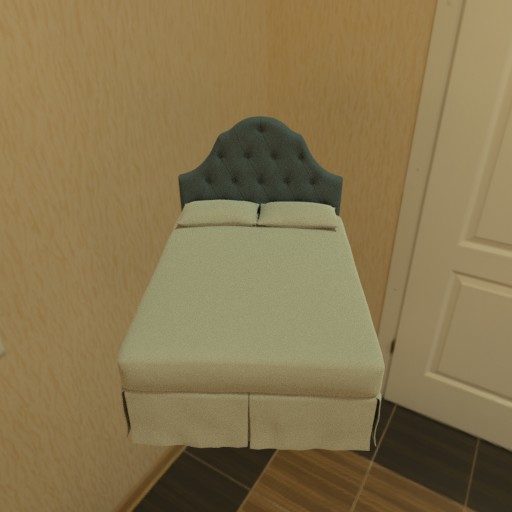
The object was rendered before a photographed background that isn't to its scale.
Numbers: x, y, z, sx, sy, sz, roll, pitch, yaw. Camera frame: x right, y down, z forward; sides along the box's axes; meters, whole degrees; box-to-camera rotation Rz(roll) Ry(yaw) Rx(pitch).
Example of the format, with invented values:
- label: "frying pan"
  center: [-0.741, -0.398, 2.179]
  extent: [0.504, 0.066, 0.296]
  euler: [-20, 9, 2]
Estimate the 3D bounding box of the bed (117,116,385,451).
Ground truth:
- label: "bed"
  center: [0.000, 0.000, 3.329]
  extent: [1.636, 1.575, 2.155]
  euler: [1, 30, 2]
